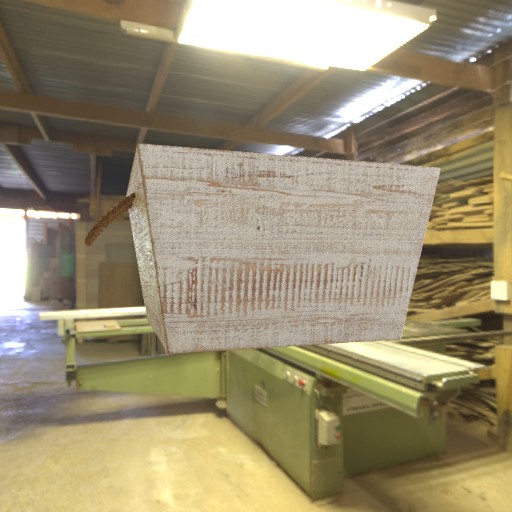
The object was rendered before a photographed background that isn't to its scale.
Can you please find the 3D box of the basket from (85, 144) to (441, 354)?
[{"bbox_3d":[0.000,0.000,0.755,0.545,0.247,0.413,0,-1,-18],"label":"basket"}]
